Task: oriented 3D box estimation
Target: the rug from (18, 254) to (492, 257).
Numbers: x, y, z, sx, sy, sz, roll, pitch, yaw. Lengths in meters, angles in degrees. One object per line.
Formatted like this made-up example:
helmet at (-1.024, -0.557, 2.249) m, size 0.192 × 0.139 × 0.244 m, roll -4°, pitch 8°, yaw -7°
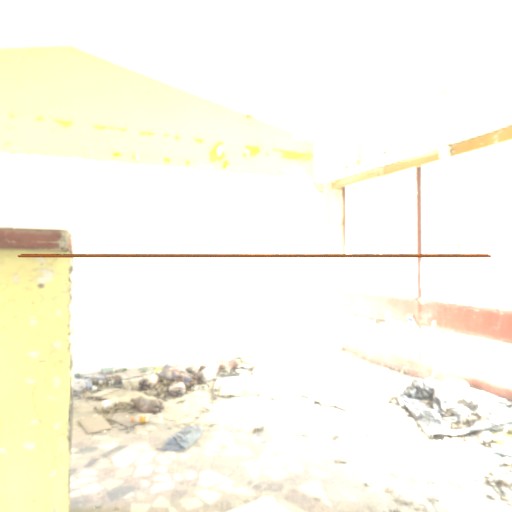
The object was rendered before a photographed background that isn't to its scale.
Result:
rug at (0.000, 0.000, 2.443) m, size 2.274 × 0.016 × 0.651 m, roll 0°, pitch 0°, yaw -1°
